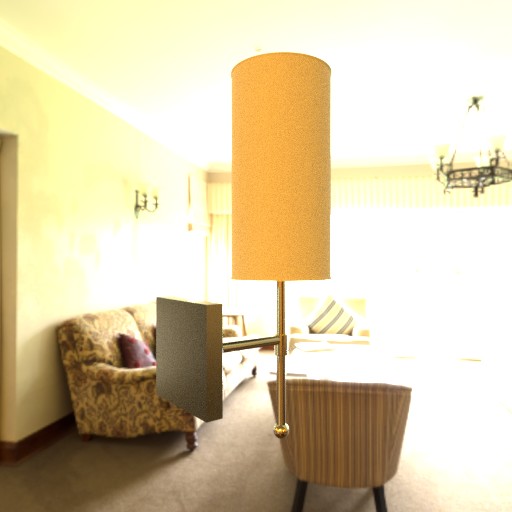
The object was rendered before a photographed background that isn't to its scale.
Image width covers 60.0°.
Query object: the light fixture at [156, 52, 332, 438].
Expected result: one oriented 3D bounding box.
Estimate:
[{"bbox_3d":[0.000,0.000,0.540,0.208,0.462,0.128,0,-1,-37],"label":"light fixture"}]
